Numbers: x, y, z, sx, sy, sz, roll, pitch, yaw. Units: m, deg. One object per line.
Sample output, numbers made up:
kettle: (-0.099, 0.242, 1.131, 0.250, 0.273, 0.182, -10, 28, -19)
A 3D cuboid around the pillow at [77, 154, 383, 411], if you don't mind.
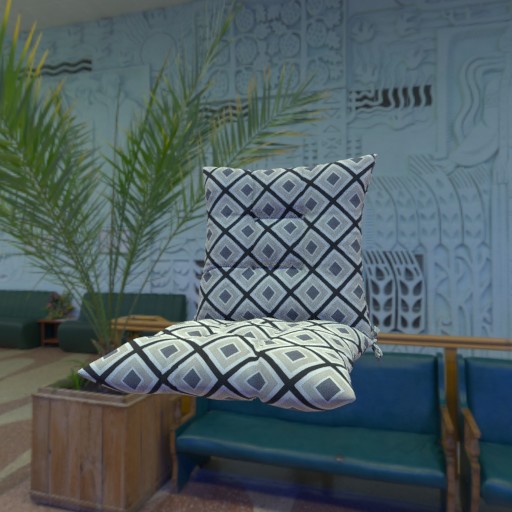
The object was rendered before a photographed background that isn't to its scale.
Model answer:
pillow: (0.000, 0.000, 1.007, 0.541, 0.536, 0.585, 0, 0, 19)
